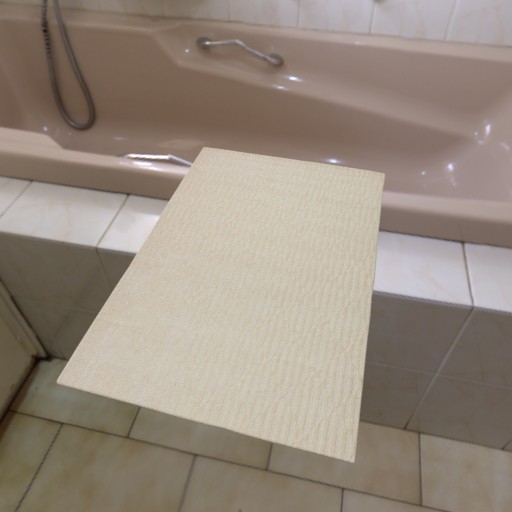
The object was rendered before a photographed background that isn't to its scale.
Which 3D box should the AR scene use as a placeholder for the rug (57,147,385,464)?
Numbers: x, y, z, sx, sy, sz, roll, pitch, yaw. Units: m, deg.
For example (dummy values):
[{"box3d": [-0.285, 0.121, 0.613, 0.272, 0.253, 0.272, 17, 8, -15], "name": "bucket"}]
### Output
[{"box3d": [0.000, 0.000, 2.341, 1.238, 0.014, 1.848, 11, 47, 10], "name": "rug"}]
